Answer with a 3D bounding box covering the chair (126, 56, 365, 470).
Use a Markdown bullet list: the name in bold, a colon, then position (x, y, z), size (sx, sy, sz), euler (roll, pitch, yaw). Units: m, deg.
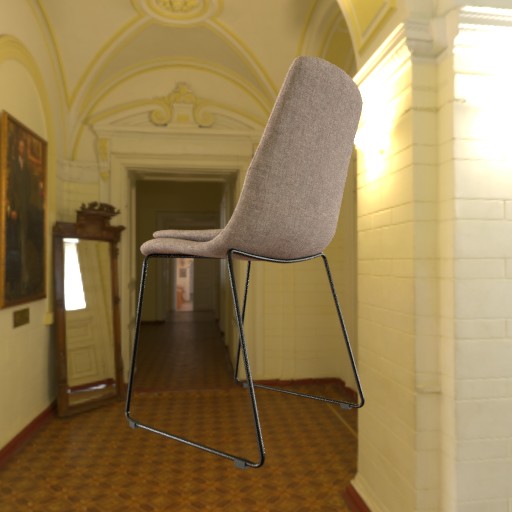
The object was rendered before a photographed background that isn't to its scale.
- **chair**: position (0.000, 0.000, 1.170), size (0.518, 0.858, 0.479), euler (-1, -2, 38)
